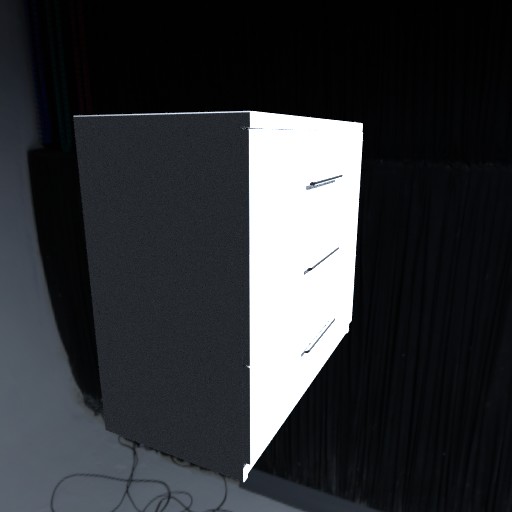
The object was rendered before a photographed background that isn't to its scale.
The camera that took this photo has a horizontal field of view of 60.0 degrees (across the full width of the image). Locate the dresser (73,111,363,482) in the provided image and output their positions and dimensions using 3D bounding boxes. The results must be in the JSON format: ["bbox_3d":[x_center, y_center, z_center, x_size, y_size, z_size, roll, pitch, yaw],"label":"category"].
[{"bbox_3d":[0.000,0.000,1.267,0.420,0.740,0.830,7,17,25],"label":"dresser"}]
